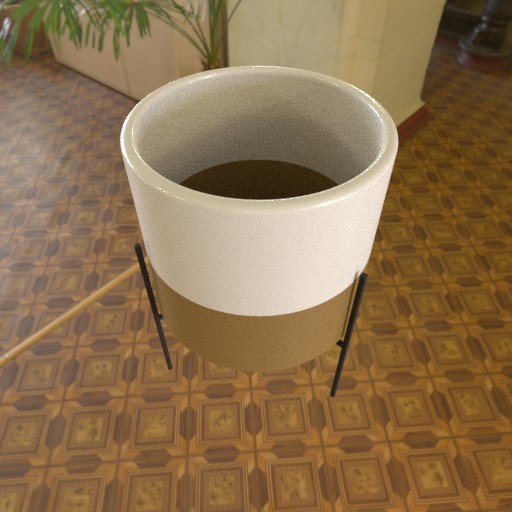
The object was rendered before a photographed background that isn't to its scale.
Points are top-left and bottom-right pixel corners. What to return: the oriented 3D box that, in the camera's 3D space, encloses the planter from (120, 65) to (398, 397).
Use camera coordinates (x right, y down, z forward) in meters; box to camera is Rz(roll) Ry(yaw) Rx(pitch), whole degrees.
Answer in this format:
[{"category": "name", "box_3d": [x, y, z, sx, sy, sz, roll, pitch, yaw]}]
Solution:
[{"category": "planter", "box_3d": [0.000, 0.000, 0.642, 0.310, 0.432, 0.310, -3, 46, -3]}]
